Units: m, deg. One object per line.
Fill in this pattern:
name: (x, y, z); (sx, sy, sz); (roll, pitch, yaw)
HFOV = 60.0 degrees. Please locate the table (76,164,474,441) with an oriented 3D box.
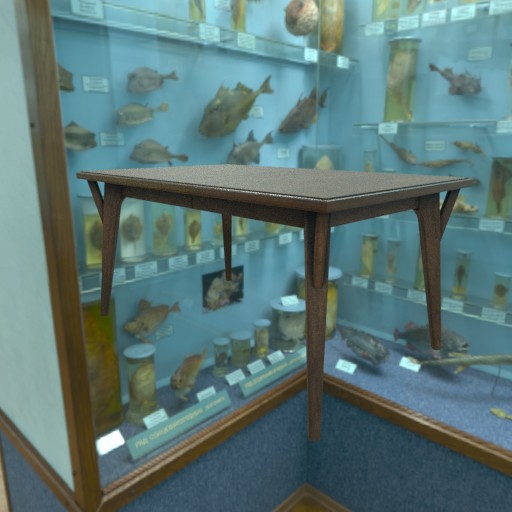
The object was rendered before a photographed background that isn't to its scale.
table: (0.000, 0.000, 2.088); (0.990, 0.761, 1.524); (-14, 20, -43)
